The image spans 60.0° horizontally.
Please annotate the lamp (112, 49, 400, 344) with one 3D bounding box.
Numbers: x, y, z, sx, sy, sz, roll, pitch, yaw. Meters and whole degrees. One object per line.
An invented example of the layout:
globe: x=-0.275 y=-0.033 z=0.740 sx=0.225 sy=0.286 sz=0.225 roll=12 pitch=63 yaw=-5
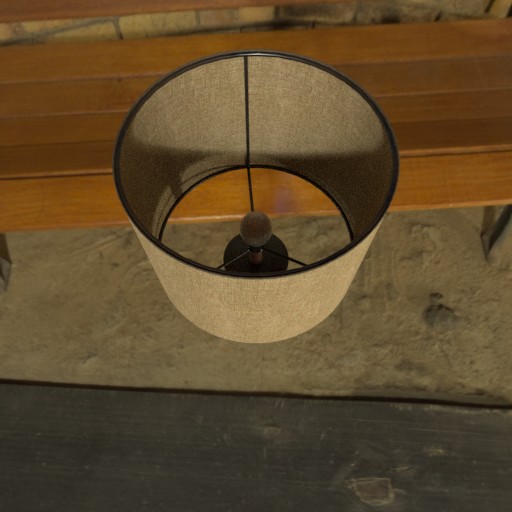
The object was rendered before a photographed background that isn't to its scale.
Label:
lamp: x=0.000 y=0.000 z=0.471 sx=0.202 sy=0.350 sz=0.202 roll=0 pitch=64 yaw=0
